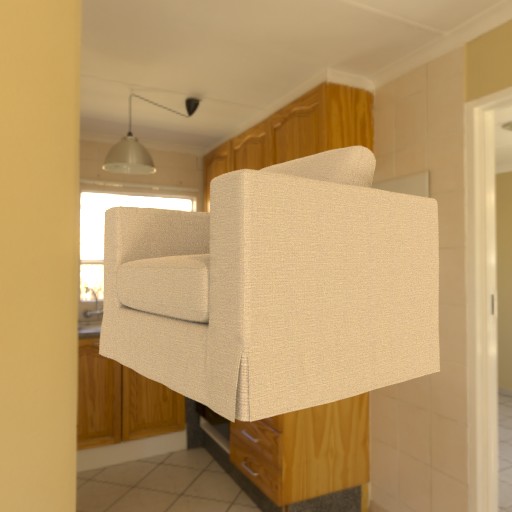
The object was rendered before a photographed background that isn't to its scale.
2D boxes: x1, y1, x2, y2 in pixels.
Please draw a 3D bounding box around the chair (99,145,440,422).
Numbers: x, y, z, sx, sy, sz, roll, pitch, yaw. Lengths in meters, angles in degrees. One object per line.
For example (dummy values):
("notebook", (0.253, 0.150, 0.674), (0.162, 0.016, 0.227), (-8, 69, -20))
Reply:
("chair", (0.000, 0.000, 1.861), (0.957, 0.878, 1.150), (1, -1, -37))
